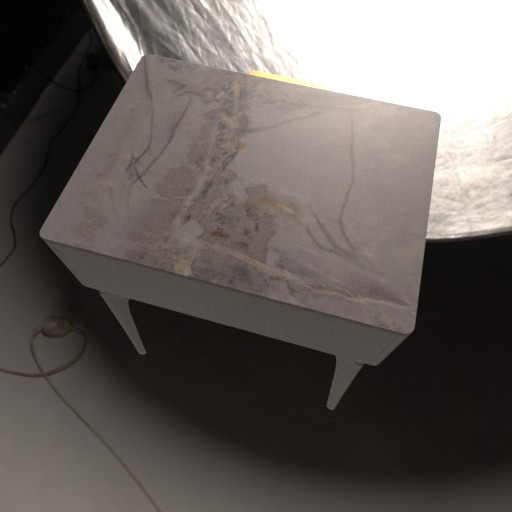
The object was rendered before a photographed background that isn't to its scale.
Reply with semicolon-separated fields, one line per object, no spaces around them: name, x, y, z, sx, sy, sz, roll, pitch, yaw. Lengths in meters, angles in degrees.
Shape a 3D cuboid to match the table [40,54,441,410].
table;0.000;0.000;0.898;0.500;0.570;0.400;14;64;7
